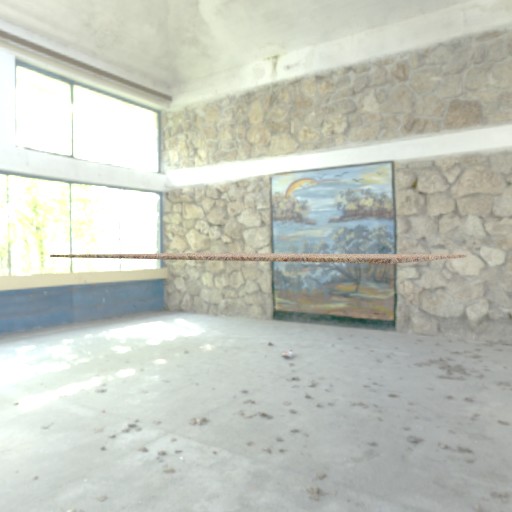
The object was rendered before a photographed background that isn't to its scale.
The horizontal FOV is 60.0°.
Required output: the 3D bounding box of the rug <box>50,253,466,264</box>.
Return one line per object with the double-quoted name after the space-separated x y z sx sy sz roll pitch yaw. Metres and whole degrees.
0.000 0.000 2.917 2.285 0.019 1.523 1 1 35 "rug"
